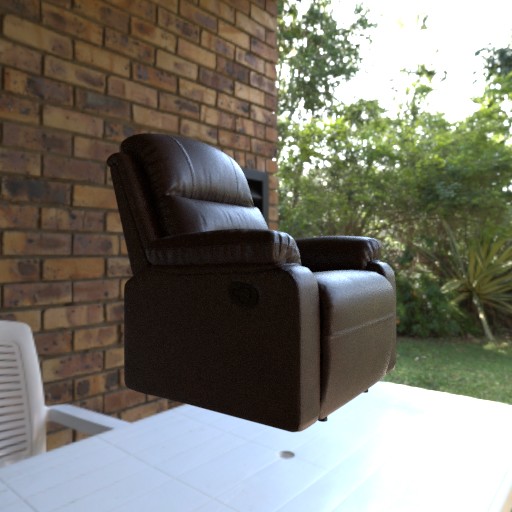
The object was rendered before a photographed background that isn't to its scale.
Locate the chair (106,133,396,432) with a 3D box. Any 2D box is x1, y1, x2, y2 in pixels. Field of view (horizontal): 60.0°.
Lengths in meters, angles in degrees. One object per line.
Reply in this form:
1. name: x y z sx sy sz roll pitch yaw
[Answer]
1. chair: 0.000 0.000 1.695 0.919 0.992 0.855 0 0 35
